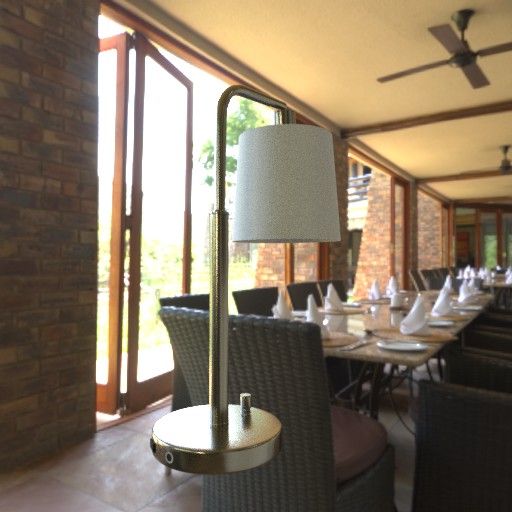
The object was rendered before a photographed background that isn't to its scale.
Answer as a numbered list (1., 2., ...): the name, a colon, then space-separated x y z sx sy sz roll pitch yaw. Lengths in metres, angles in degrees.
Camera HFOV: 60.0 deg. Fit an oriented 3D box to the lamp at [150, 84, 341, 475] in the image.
1. lamp: 0.000 0.000 0.640 0.171 0.489 0.333 -1 -1 36
